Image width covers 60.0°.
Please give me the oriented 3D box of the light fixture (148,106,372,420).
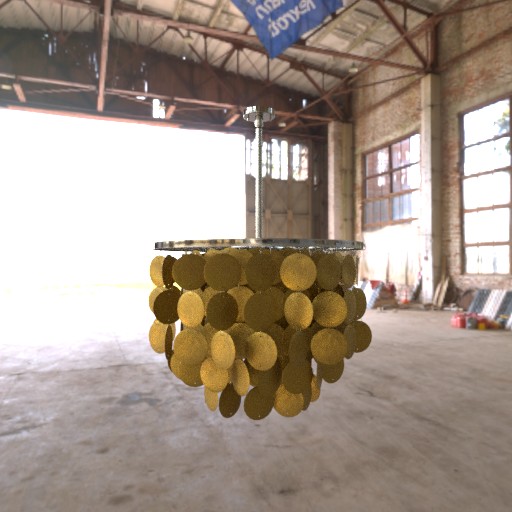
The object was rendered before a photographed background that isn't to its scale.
[{"bbox_3d":[0.000,0.000,0.749,0.368,0.492,0.368,0,-1,0],"label":"light fixture"}]
